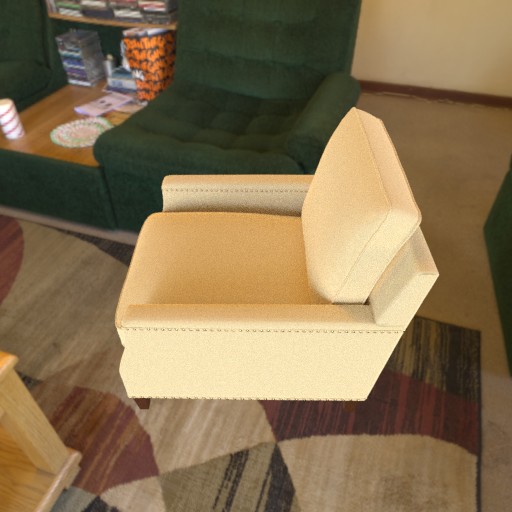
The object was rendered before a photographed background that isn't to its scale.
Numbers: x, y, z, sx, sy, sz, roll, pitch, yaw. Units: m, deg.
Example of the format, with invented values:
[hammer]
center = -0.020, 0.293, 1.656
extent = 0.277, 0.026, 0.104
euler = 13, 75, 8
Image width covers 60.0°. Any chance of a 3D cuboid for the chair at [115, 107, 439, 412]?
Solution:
[chair]
center = 0.000, 0.000, 1.737
extent = 1.014, 0.943, 0.853
euler = 1, 43, 1
